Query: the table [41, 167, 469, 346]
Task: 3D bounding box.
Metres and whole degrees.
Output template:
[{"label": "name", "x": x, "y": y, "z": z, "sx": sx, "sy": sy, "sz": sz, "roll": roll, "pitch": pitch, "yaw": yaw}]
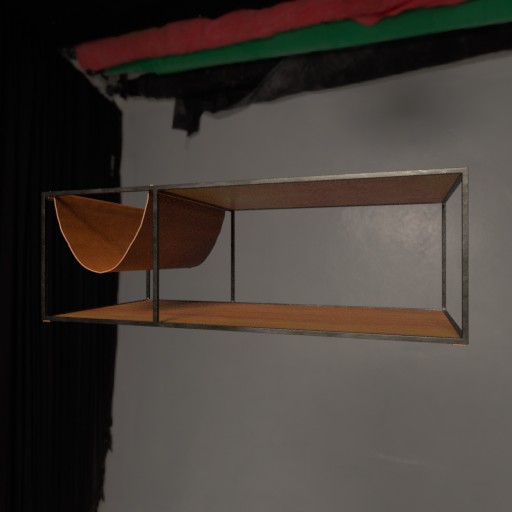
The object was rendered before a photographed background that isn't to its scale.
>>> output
[{"label": "table", "x": 0.000, "y": 0.000, "z": 1.460, "sx": 1.199, "sy": 0.403, "sz": 0.597, "roll": 0, "pitch": 0, "yaw": 19}]
